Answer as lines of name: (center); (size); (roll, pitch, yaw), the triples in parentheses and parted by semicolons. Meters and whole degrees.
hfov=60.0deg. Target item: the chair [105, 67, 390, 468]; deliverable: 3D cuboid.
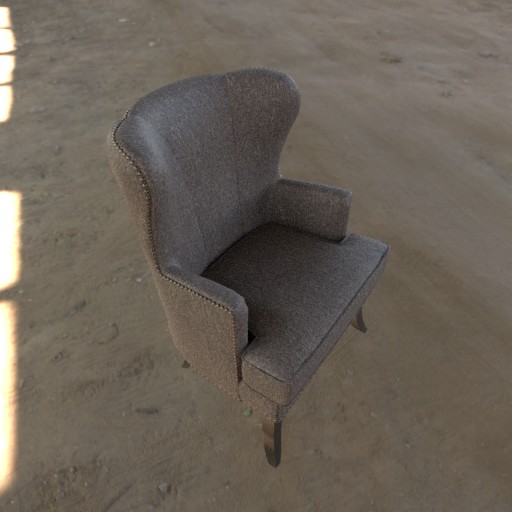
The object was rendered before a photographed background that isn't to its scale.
chair: (0.000, 0.000, 1.578); (0.758, 1.060, 0.759); (24, 46, 26)
